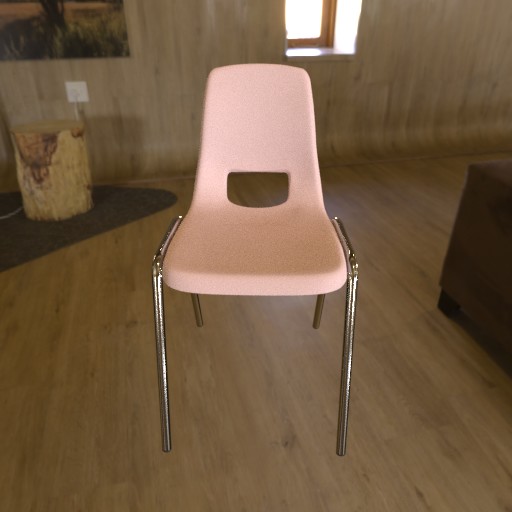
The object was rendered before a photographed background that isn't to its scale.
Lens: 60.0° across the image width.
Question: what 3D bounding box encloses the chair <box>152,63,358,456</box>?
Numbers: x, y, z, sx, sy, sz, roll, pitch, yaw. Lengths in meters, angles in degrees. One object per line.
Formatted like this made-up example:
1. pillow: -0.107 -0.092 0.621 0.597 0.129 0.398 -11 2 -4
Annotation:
1. chair: 0.000 0.000 0.932 0.381 0.704 0.436 1 29 1
